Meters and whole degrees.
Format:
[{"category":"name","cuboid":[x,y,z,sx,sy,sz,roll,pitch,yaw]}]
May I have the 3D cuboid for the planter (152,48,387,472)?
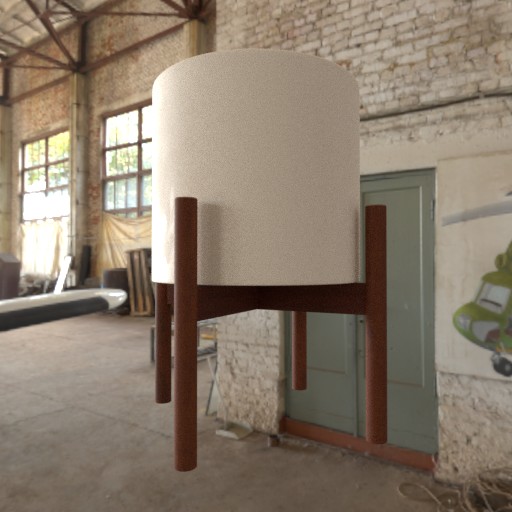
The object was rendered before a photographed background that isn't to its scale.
[{"category":"planter","cuboid":[0.000,0.000,0.490,0.224,0.358,0.224,0,-1,-18]}]
